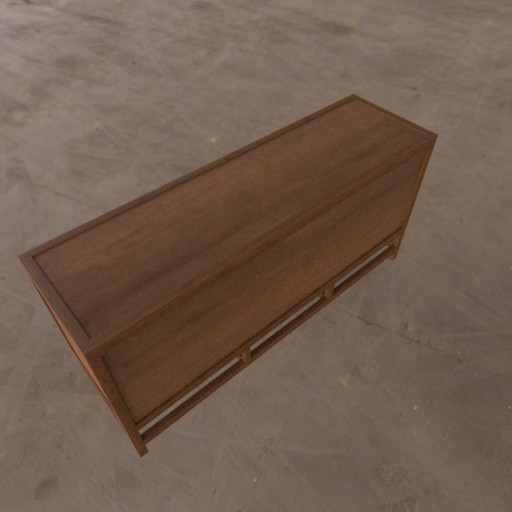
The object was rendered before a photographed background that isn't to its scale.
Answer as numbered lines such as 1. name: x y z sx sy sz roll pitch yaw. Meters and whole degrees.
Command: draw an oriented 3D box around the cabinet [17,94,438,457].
1. cabinet: 0.000 0.000 2.040 1.708 0.820 0.522 -32 55 -26
